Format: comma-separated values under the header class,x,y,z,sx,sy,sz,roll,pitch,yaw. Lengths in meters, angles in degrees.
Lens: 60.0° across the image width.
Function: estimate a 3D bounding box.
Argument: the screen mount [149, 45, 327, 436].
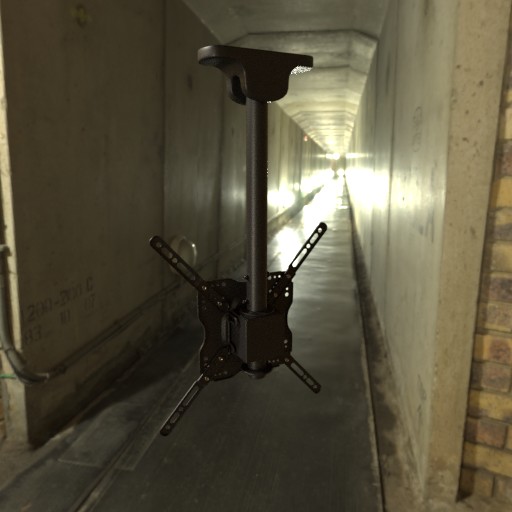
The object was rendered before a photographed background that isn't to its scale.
class,x,y,z,sx,sy,sz,roll,pitch,yaw
screen mount,0.000,0.000,0.864,0.393,0.729,0.090,-6,14,-26
